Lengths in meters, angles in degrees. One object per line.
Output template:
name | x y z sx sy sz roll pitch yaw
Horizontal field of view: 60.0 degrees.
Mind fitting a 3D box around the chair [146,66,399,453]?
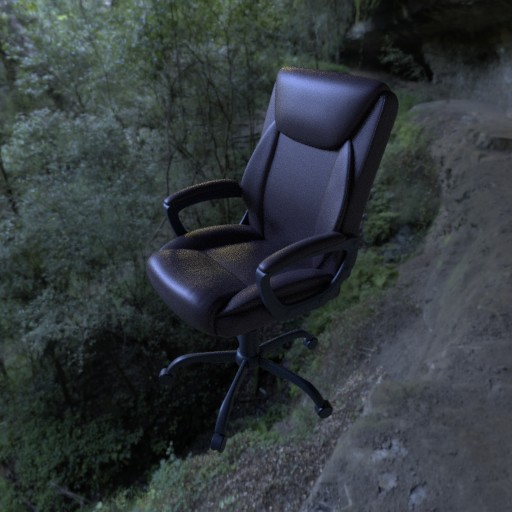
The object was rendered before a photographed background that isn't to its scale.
chair | 0.000 0.000 1.433 0.655 1.072 0.615 -20 36 -31
